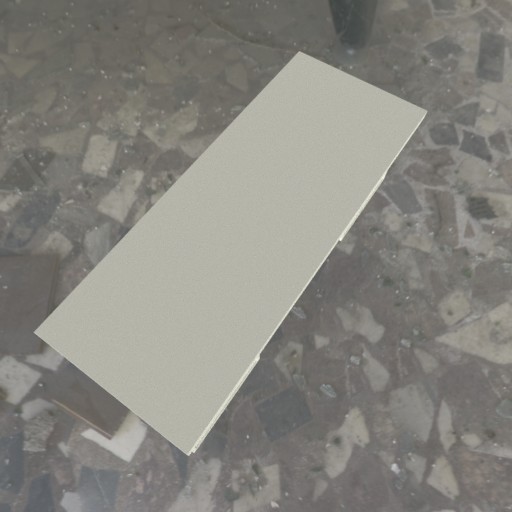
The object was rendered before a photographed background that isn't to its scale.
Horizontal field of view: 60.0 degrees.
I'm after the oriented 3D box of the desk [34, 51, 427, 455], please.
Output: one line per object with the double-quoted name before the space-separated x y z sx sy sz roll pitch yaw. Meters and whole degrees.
"desk" 0.000 0.000 1.909 0.603 0.773 1.530 32 68 15
